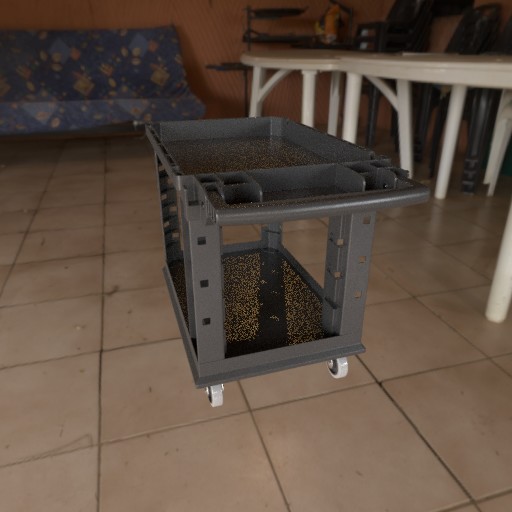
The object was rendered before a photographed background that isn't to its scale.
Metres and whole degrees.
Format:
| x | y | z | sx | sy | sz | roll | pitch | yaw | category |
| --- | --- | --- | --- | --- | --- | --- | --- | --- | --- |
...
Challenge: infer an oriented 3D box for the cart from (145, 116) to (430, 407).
| x | y | z | sx | sy | sz | roll | pitch | yaw | category |
| --- | --- | --- | --- | --- | --- | --- | --- | --- | --- |
| 0.000 | 0.000 | 1.768 | 0.674 | 0.884 | 1.239 | -8 | 27 | -16 | cart |
